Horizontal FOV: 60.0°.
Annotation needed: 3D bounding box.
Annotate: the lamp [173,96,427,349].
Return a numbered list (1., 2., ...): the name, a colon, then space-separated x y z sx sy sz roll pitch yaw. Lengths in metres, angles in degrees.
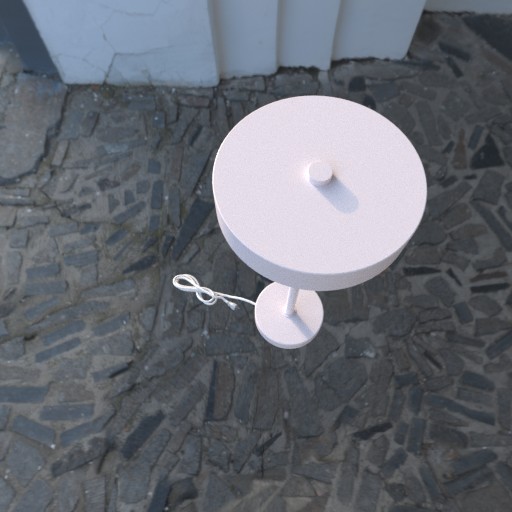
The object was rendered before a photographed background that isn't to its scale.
1. lamp: 0.000 0.000 0.704 0.369 0.508 0.229 15 66 7
